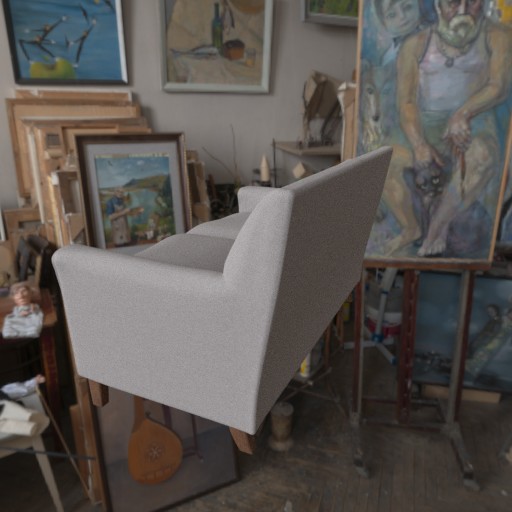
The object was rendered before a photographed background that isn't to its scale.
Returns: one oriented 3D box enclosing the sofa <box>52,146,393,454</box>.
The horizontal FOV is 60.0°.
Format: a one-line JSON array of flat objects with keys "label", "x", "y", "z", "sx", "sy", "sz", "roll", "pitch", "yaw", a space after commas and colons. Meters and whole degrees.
[{"label": "sofa", "x": 0.000, "y": 0.000, "z": 1.983, "sx": 0.888, "sy": 0.890, "sz": 1.482, "roll": 8, "pitch": 20, "yaw": 24}]
